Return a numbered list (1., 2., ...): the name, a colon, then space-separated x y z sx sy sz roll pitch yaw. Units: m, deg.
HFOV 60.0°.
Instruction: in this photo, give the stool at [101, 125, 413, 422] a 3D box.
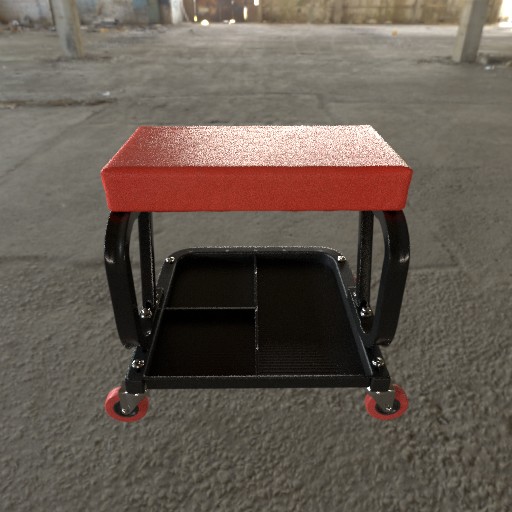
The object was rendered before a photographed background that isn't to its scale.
1. stool: 0.000 0.000 0.718 0.446 0.380 0.371 0 30 -1
